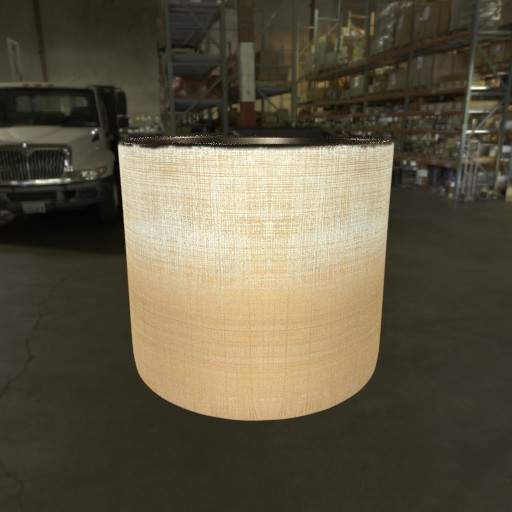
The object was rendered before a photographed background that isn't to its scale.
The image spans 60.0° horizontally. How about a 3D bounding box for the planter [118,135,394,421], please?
[{"bbox_3d":[0.000,0.000,0.391,0.221,0.201,0.221,0,17,0],"label":"planter"}]
